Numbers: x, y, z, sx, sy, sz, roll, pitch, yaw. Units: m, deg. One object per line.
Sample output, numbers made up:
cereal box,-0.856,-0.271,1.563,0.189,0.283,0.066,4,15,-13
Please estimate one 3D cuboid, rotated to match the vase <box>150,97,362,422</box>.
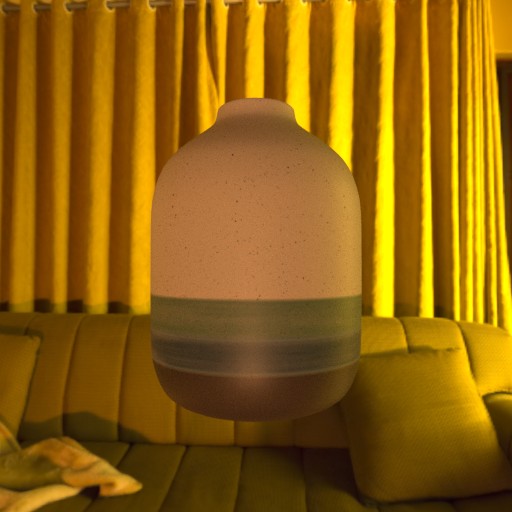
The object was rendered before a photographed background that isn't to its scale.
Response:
vase,0.000,0.000,0.366,0.169,0.240,0.169,0,-1,0
